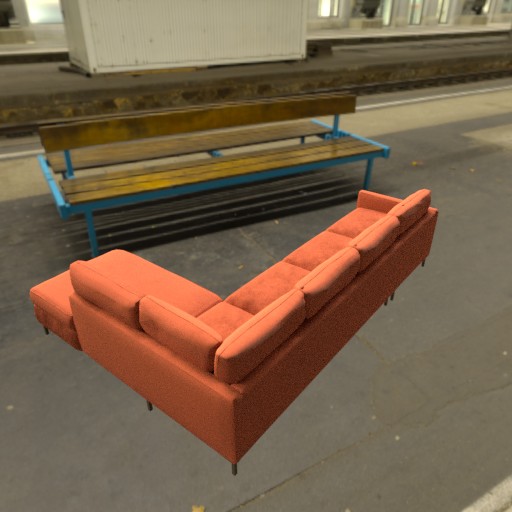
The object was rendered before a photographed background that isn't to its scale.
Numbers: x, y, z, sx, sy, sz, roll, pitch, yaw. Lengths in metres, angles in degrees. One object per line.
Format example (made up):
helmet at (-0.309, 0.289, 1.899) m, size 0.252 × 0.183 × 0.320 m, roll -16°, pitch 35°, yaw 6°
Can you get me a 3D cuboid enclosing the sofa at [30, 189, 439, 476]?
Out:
sofa at (0.000, 0.000, 3.473) m, size 1.879 × 0.757 × 2.736 m, roll 22°, pitch 37°, yaw 33°
